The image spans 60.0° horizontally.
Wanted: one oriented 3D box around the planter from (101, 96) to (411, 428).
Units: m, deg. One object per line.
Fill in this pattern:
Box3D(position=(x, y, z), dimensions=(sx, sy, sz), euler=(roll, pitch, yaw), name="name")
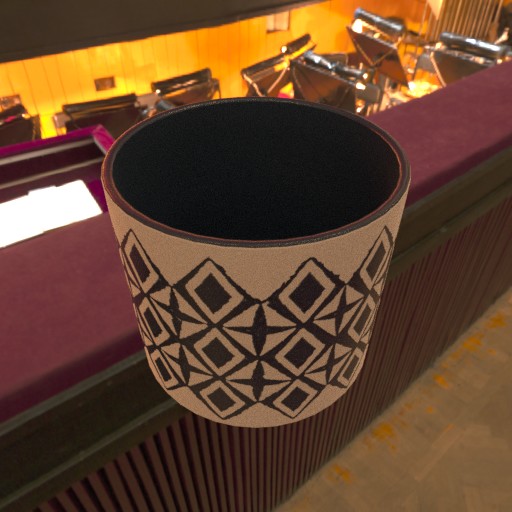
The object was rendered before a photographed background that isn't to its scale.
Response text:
Box3D(position=(0.000, 0.000, 0.279), dimensions=(0.159, 0.144, 0.159), euler=(0, 40, 0), name="planter")
